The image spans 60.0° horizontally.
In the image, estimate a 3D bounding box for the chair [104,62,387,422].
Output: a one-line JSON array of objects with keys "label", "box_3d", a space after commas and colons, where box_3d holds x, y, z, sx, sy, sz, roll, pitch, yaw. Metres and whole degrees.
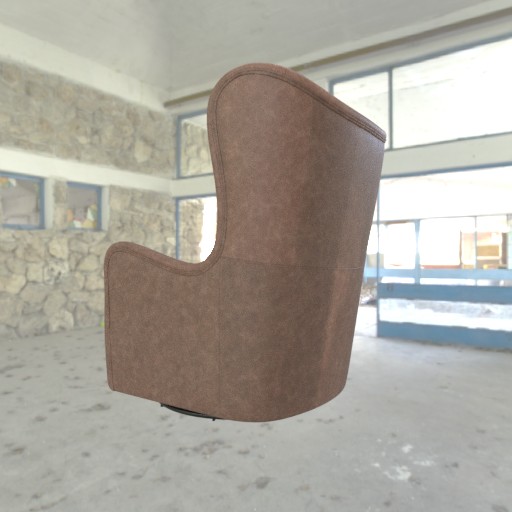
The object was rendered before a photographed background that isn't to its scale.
[{"label": "chair", "box_3d": [0.000, 0.000, 1.712, 0.930, 1.079, 0.831, 0, -1, 35]}]
